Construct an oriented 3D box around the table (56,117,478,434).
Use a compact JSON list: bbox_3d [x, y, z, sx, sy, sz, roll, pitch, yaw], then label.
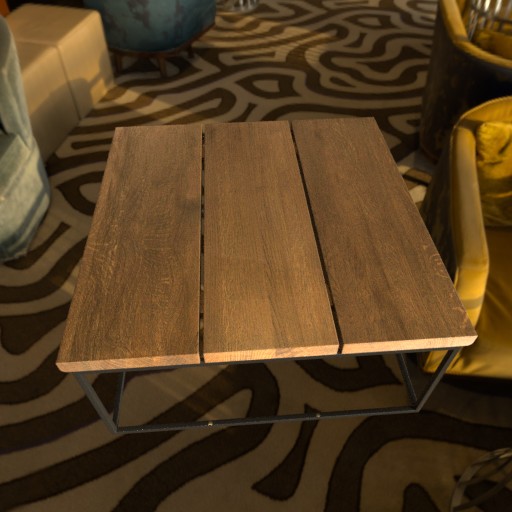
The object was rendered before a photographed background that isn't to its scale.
[{"bbox_3d":[0.000,0.000,1.390,0.900,0.400,0.900,-3,48,-3],"label":"table"}]
